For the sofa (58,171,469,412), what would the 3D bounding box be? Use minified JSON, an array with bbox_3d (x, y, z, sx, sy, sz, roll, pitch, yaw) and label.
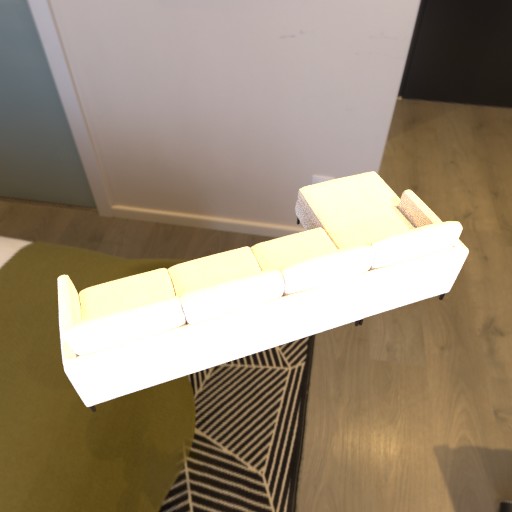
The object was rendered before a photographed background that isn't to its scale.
[{"bbox_3d":[0.000,0.000,3.799,3.186,0.875,1.467,-15,48,-14],"label":"sofa"}]
